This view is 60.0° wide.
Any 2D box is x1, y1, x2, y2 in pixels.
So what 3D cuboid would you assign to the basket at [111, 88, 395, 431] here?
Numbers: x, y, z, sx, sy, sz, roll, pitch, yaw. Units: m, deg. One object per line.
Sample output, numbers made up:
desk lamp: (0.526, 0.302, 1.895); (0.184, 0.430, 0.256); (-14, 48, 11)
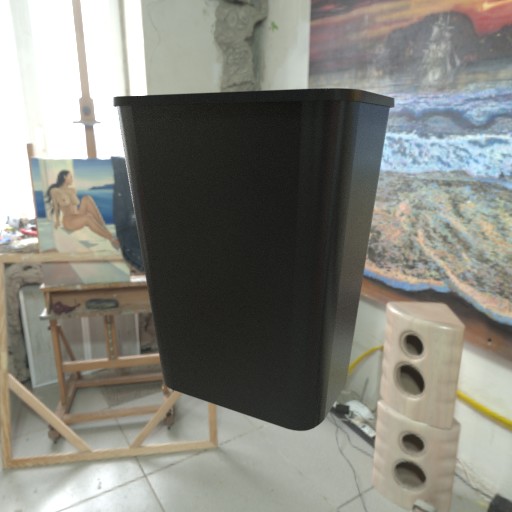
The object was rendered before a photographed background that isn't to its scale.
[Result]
basket: (0.000, 0.000, 0.775); (0.394, 0.521, 0.287); (9, 18, 27)
